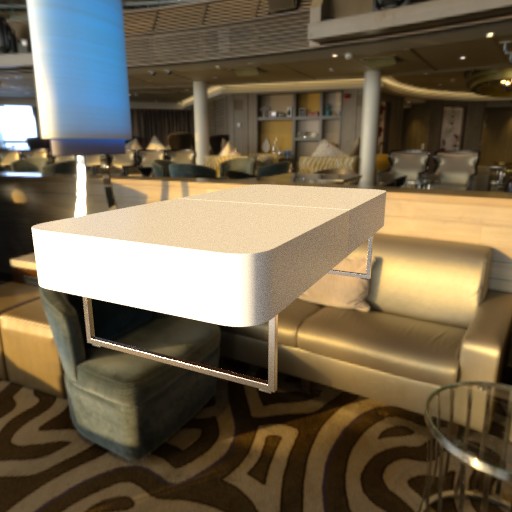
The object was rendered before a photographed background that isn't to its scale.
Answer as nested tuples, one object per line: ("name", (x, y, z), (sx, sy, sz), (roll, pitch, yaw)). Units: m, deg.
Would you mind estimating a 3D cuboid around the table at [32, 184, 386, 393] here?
("table", (0.000, 0.000, 1.432), (0.600, 0.340, 1.200), (7, 16, 26))
